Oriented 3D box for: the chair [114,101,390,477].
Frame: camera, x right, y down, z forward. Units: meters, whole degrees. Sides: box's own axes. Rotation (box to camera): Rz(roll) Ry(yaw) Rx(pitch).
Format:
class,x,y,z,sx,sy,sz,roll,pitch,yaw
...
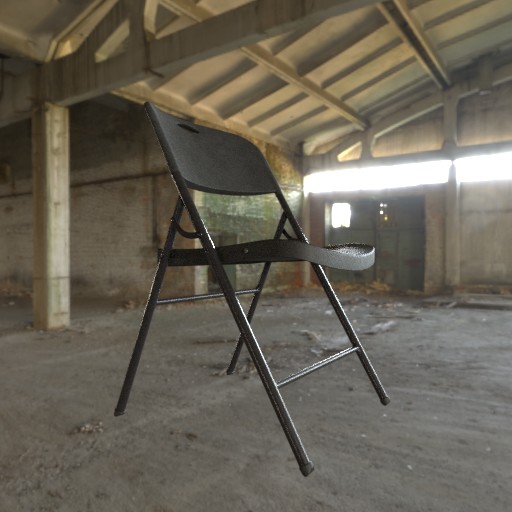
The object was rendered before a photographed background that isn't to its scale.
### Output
class,x,y,z,sx,sy,sz,roll,pitch,yaw
chair,0.000,0.000,1.169,0.567,0.810,0.494,0,0,34
